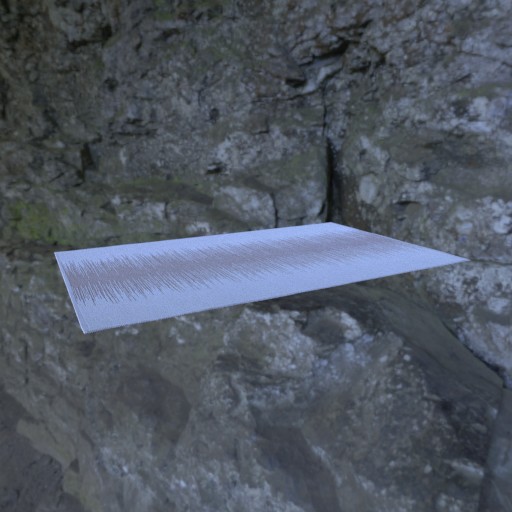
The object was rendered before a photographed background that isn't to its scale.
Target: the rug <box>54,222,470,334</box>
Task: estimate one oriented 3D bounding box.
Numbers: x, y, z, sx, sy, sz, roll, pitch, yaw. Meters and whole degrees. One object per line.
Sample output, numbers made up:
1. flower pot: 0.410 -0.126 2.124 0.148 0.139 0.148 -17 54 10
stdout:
1. rug: 0.000 0.000 3.054 2.440 0.012 1.522 -8 17 -27
